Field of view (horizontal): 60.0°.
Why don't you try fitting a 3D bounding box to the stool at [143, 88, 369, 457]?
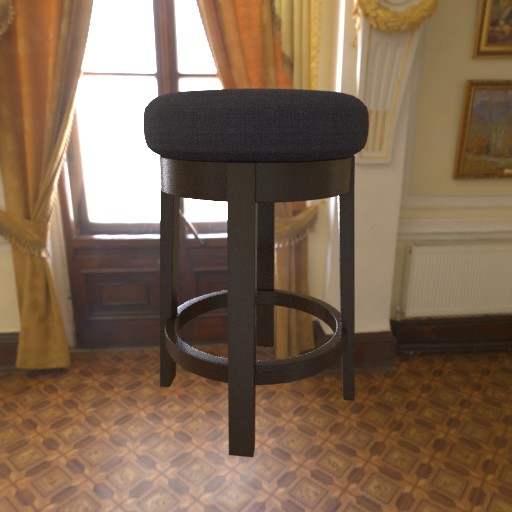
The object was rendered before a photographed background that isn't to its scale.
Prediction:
[{"bbox_3d":[0.000,0.000,0.944,0.449,0.655,0.449,0,17,0],"label":"stool"}]
